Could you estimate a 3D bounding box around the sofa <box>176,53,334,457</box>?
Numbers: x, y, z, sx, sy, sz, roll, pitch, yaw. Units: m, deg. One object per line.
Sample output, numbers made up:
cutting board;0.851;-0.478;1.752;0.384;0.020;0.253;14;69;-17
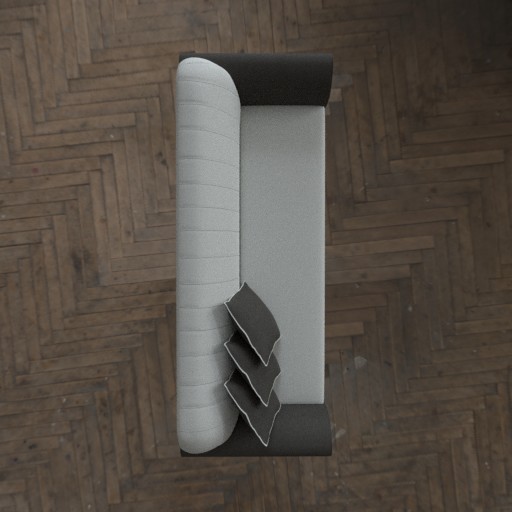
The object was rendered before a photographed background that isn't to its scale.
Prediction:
sofa;0.000;0.000;2.387;0.755;0.787;2.001;0;91;-1
